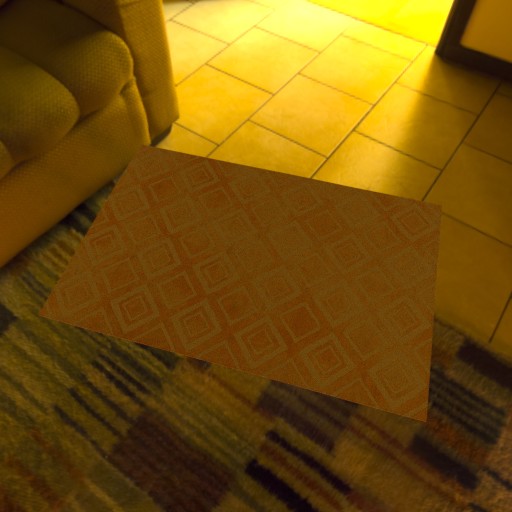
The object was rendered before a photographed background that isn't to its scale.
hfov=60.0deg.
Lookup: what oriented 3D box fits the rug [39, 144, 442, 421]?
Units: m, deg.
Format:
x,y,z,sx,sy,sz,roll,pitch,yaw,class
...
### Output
x,y,z,sx,sy,sz,roll,pitch,yaw,class
0.000,0.000,2.304,1.829,0.010,1.213,13,58,8,rug
